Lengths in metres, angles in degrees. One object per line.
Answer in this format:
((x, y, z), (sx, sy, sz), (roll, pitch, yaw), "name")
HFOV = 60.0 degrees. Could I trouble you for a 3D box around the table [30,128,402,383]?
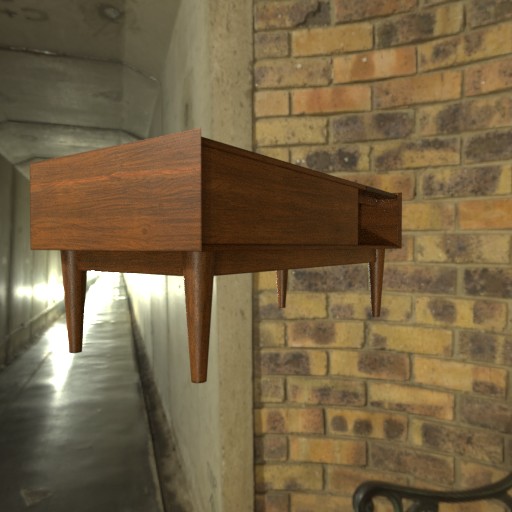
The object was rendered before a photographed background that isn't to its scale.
((0.000, 0.000, 1.505), (0.610, 0.508, 1.221), (1, 2, 35), "table")
